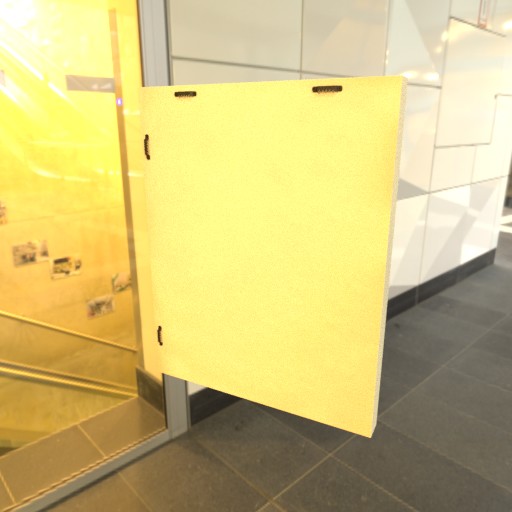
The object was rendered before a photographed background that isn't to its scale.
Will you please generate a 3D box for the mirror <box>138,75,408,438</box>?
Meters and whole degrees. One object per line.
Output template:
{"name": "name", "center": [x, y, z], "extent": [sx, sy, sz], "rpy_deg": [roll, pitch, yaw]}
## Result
{"name": "mirror", "center": [0.000, 0.000, 0.697], "extent": [0.406, 0.509, 0.041], "rpy_deg": [8, 19, 26]}
